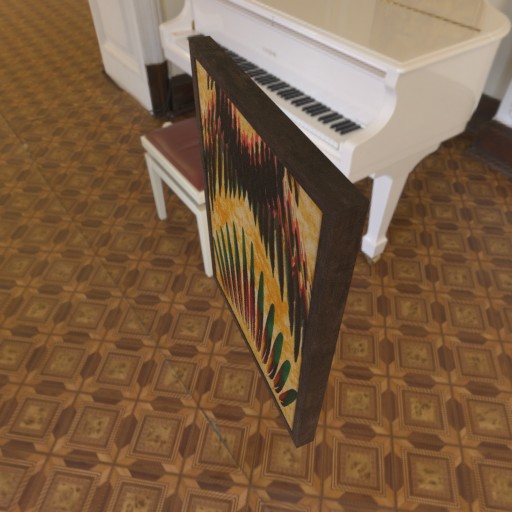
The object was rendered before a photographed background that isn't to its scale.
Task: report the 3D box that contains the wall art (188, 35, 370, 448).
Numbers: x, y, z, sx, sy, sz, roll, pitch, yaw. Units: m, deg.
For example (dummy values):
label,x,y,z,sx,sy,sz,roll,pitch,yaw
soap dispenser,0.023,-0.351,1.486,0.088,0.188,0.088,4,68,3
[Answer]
label,x,y,z,sx,sy,sz,roll,pitch,yaw
wall art,0.000,0.000,0.546,0.027,0.406,0.329,-17,48,-16
